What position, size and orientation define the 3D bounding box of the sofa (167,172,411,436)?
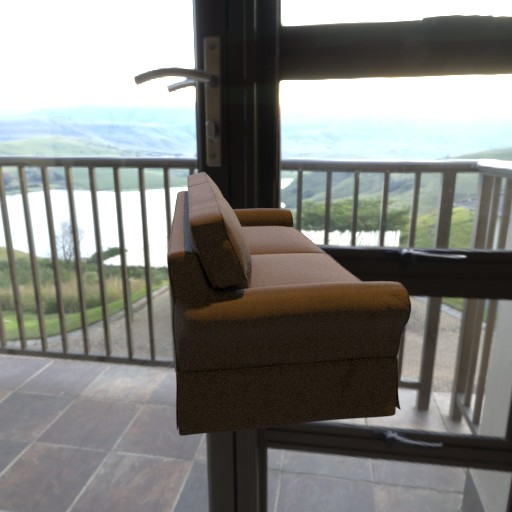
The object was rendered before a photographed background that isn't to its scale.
[{"bbox_3d":[0.000,0.000,2.782,0.991,0.943,2.248,-2,15,-8],"label":"sofa"}]
